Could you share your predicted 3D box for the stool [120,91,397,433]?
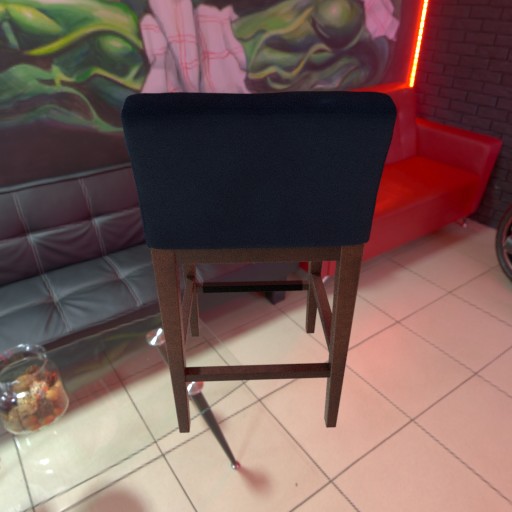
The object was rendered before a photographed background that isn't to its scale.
[{"bbox_3d":[0.000,0.000,1.231,0.511,0.945,0.516,-1,32,-2],"label":"stool"}]
